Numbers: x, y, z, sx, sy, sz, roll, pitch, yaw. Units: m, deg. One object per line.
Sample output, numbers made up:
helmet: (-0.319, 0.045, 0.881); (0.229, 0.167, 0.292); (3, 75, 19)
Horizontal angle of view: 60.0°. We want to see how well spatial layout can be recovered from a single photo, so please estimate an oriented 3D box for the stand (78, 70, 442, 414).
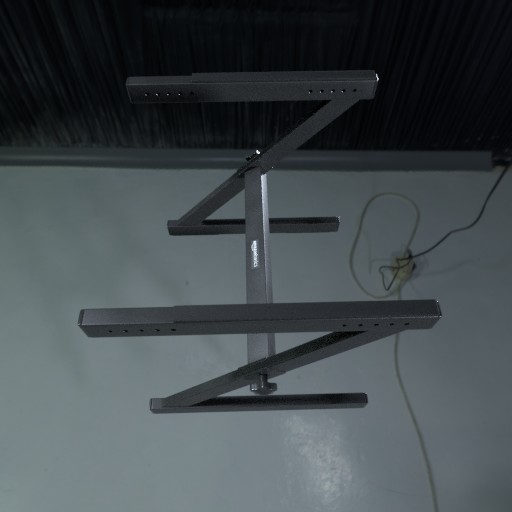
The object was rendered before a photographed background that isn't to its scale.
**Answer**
stand: (0.000, 0.000, 1.126); (0.586, 0.617, 0.700); (-1, 58, -1)
